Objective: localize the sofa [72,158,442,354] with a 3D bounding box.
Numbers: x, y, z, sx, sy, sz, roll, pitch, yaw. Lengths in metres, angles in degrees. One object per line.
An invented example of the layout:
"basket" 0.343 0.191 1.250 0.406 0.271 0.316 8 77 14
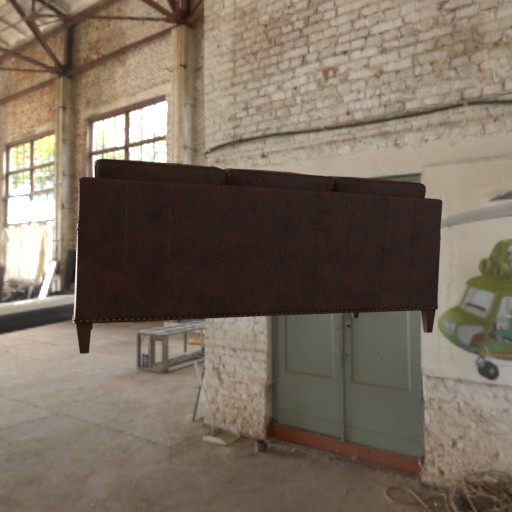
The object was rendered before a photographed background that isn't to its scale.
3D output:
"sofa" 0.000 0.000 2.956 2.240 1.003 1.084 0 -1 -19
